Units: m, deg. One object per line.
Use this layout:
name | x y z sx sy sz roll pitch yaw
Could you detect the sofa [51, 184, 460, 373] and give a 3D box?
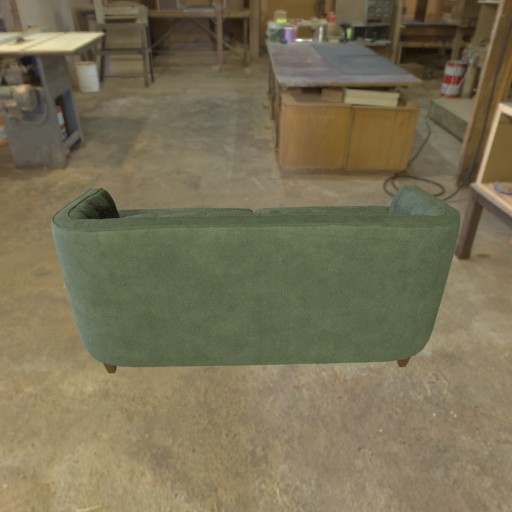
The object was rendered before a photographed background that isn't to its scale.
sofa | 0.000 0.000 2.248 1.733 0.855 0.941 -1 32 -1
